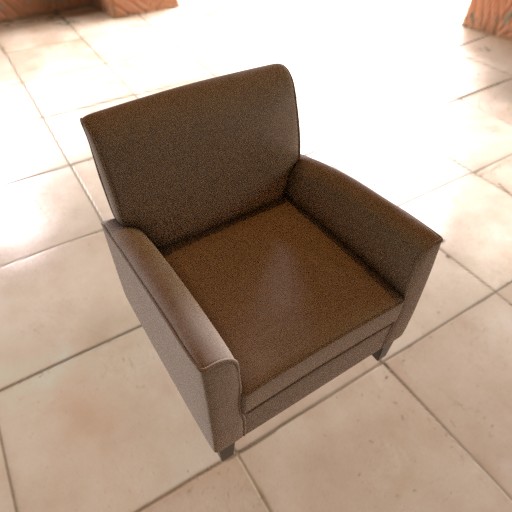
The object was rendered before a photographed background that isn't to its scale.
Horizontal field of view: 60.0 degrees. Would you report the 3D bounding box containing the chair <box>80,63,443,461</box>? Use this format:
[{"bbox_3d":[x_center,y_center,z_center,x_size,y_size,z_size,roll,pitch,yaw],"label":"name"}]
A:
[{"bbox_3d":[0.000,0.000,1.515,0.820,0.915,0.820,-25,51,-22],"label":"chair"}]
